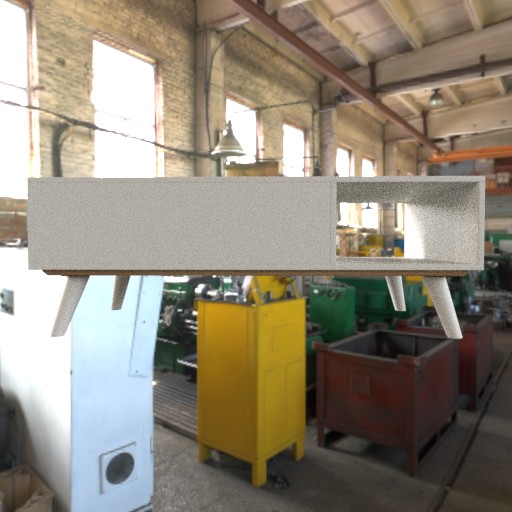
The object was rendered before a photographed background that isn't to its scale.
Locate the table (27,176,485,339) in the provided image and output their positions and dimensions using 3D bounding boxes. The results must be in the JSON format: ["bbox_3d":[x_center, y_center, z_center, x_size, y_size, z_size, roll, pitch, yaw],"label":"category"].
[{"bbox_3d":[0.000,0.000,1.464,1.194,0.432,0.609,0,2,1],"label":"table"}]
